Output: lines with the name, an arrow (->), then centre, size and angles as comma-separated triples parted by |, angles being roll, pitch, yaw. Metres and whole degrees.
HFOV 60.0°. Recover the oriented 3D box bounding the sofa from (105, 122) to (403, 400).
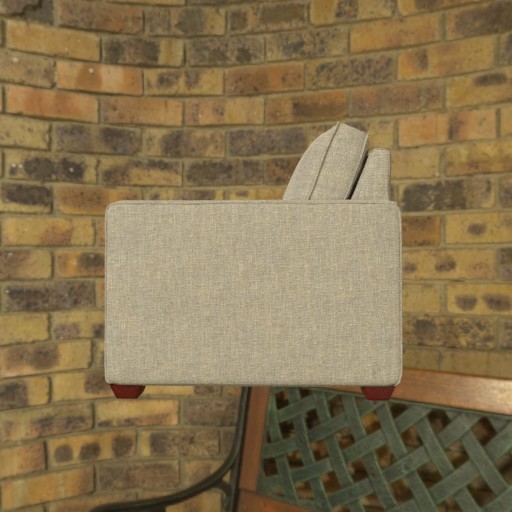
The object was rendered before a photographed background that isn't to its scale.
sofa -> 0.000, 0.000, 2.192 | 0.945, 0.915, 1.706 | 0, -1, 1
